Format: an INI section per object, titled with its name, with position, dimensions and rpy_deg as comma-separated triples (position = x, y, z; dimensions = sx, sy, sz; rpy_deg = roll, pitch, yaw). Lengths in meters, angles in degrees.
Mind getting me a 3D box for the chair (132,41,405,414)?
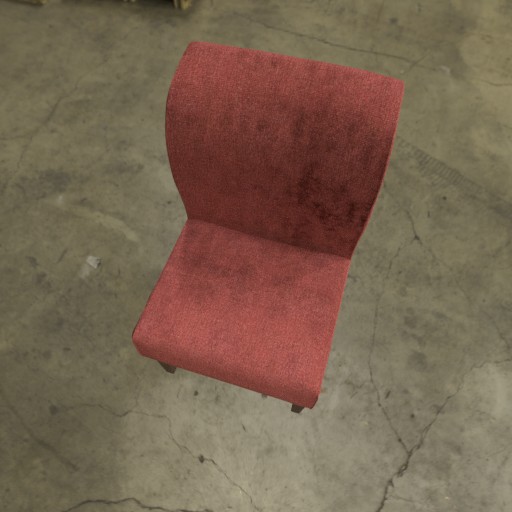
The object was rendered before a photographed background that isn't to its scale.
[chair]
position = 0.000, 0.000, 1.245
dimensions = 0.538, 0.846, 0.640
rpy_deg = 15, 60, 9
